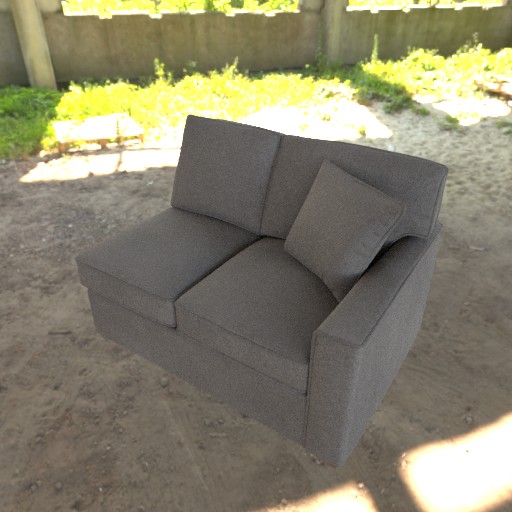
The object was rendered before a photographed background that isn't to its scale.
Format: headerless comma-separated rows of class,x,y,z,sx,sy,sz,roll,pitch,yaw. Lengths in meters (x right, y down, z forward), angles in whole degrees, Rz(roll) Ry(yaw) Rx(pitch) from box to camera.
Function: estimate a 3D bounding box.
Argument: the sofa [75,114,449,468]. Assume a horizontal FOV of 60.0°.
sofa,0.000,0.000,2.026,1.388,0.989,0.991,19,35,29
